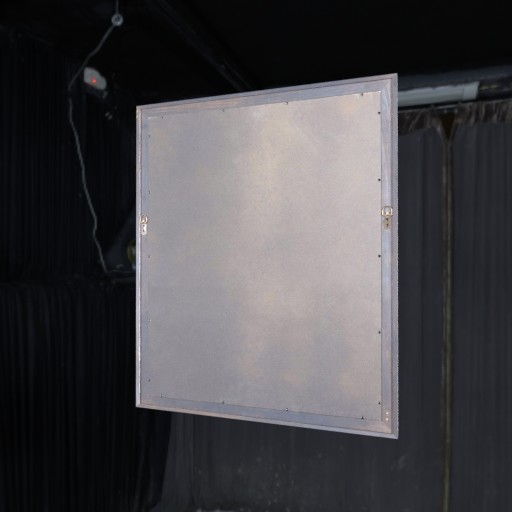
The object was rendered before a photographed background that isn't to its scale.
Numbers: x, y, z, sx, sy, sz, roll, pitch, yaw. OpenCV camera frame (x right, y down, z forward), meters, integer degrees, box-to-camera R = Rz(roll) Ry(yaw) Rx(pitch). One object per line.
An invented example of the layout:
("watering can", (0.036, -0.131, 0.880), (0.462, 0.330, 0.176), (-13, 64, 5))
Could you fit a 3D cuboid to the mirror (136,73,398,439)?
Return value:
("mirror", (0.000, 0.000, 1.200), (0.730, 0.882, 0.032), (0, 0, 19))
